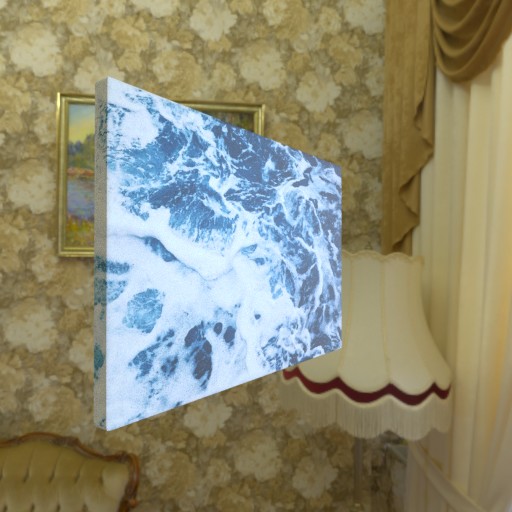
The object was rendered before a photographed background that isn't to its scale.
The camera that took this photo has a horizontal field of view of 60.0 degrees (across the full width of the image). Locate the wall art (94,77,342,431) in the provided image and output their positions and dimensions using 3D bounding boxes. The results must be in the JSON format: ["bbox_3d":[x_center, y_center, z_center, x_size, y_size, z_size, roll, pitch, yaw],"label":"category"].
[{"bbox_3d":[0.000,0.000,1.137,0.042,0.610,0.915,0,-1,36],"label":"wall art"}]
